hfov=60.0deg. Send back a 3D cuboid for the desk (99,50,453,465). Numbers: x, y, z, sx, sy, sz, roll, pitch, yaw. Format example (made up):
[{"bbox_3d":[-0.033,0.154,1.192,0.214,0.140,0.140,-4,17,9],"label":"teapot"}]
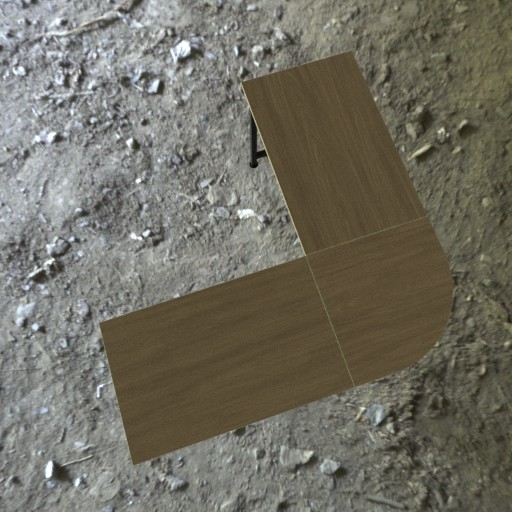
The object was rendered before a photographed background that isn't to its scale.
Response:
[{"bbox_3d":[0.000,0.000,2.193,1.400,0.762,1.400,-18,76,-5],"label":"desk"}]
